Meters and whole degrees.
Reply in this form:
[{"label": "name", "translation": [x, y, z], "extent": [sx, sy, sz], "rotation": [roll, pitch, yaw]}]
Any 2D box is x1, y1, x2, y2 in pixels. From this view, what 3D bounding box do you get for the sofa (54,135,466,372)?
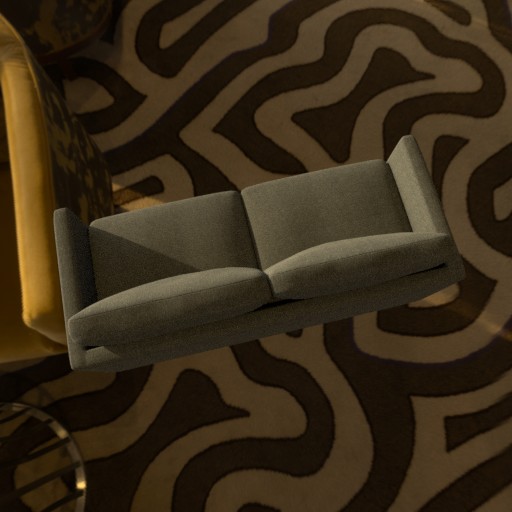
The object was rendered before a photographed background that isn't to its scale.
[{"label": "sofa", "translation": [0.000, 0.000, 2.748], "extent": [2.208, 0.965, 0.948], "rotation": [-13, 75, -3]}]
